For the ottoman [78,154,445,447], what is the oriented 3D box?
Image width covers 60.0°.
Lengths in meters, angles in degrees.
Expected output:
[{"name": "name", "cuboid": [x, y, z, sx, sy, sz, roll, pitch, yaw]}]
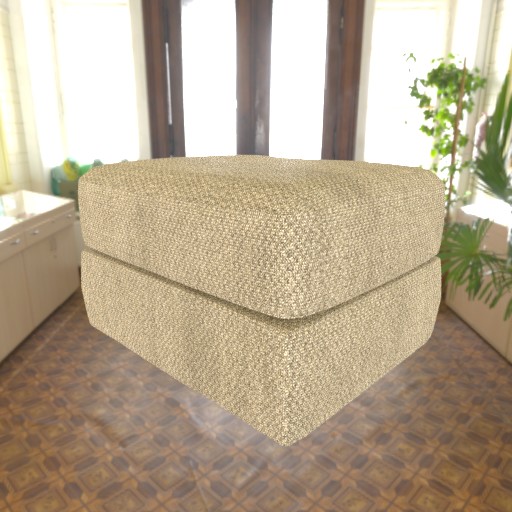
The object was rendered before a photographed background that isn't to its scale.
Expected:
[{"name": "ottoman", "cuboid": [0.000, 0.000, 1.122, 0.751, 0.476, 0.603, 15, 22, 42]}]
